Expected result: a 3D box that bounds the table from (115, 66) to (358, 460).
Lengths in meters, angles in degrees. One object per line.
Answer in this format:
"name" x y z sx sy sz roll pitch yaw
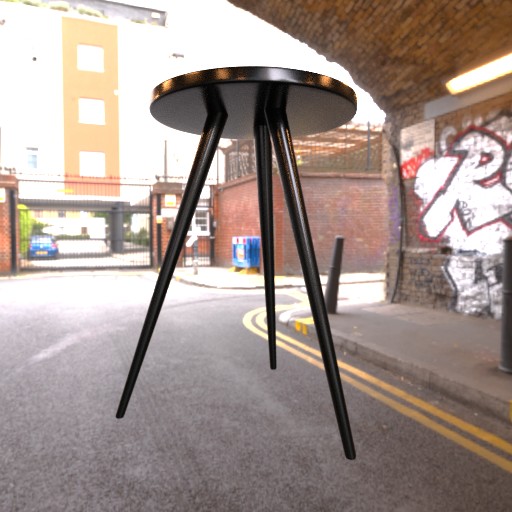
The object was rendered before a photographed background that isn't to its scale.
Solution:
"table" 0.000 0.000 0.836 0.403 0.548 0.415 1 2 17
